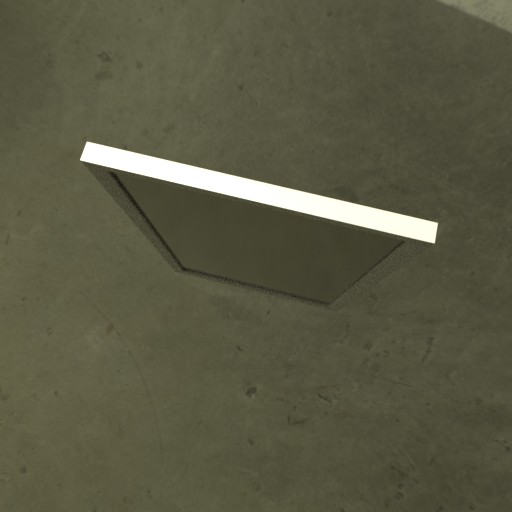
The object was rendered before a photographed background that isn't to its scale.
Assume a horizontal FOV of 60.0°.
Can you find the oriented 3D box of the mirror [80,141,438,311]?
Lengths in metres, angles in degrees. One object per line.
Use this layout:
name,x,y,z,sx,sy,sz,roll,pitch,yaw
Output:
mirror,0.000,0.000,1.186,0.609,0.914,0.041,14,76,3
